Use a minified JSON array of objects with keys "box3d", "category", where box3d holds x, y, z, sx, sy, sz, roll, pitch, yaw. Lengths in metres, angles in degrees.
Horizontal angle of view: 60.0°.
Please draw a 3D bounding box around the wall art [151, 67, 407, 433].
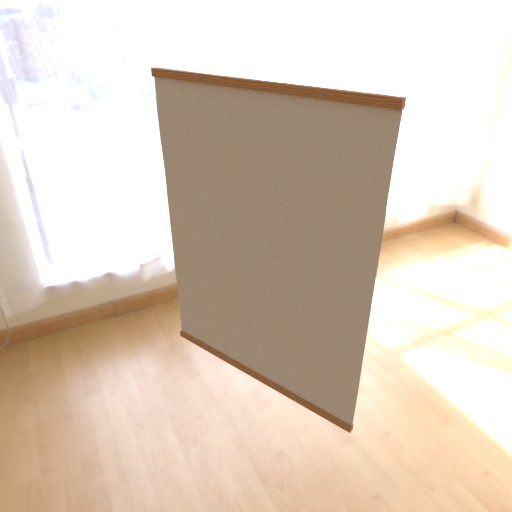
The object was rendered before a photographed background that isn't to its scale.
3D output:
[{"box3d":[0.000,0.000,0.812,0.458,0.605,0.011,21,36,32],"category":"wall art"}]
